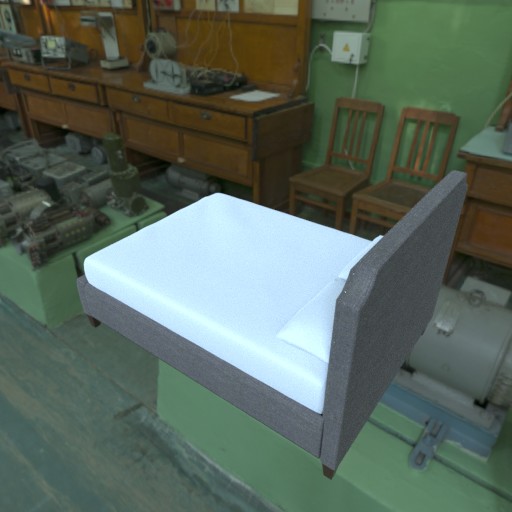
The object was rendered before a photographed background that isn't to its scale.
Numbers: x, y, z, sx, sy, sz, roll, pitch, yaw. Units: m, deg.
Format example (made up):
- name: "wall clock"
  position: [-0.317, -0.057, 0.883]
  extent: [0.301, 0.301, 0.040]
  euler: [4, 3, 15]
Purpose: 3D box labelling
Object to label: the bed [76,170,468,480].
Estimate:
- name: "bed"
  position: [0.000, 0.000, 3.389]
  extent: [2.381, 1.457, 1.713]
  euler: [22, 38, 31]
